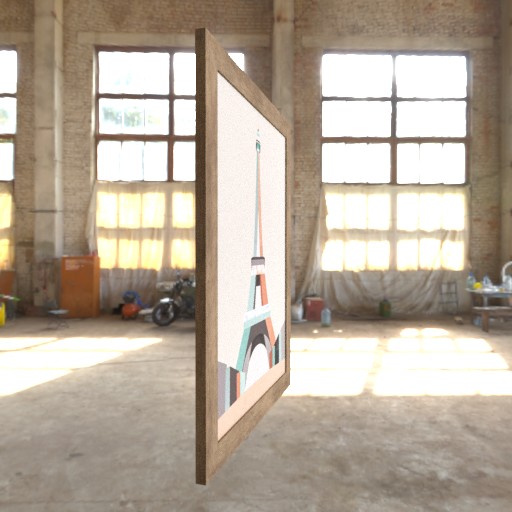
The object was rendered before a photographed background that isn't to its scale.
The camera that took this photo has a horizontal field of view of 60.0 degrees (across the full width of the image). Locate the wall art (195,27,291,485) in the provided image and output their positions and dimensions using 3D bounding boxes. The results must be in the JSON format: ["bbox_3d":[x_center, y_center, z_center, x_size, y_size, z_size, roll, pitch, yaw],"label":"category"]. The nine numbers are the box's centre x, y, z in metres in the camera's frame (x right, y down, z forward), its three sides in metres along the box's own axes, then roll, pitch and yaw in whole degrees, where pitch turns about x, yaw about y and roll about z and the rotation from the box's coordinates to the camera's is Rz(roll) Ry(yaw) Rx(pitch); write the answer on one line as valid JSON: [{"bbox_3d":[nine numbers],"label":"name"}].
[{"bbox_3d":[0.000,0.000,0.919,0.018,0.686,0.534,0,1,18],"label":"wall art"}]
